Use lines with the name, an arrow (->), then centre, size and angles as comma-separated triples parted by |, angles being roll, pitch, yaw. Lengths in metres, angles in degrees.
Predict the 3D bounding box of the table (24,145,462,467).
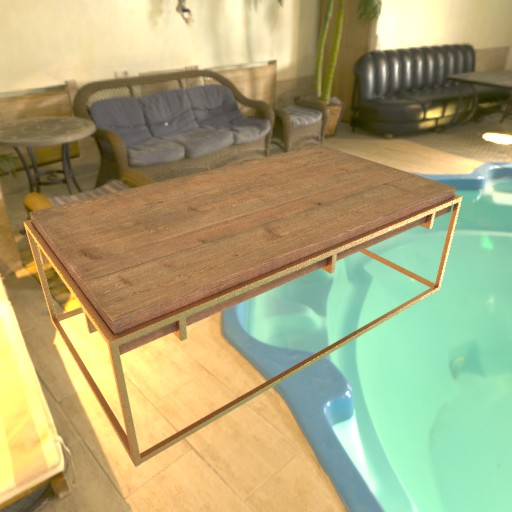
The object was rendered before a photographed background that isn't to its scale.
table -> 0.000, 0.000, 1.690 | 1.387, 0.468, 0.775 | -21, 36, -32
